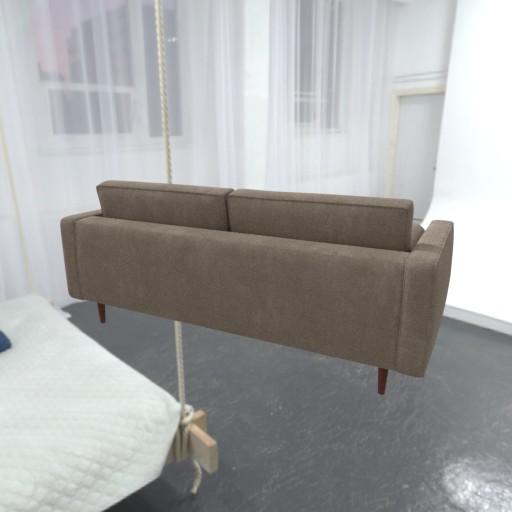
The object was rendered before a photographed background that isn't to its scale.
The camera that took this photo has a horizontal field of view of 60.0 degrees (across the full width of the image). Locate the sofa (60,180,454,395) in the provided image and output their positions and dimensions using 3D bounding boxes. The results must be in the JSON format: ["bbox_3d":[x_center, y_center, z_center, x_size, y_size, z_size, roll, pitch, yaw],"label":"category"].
[{"bbox_3d":[0.000,0.000,2.340,1.883,0.769,0.920,8,18,26],"label":"sofa"}]
